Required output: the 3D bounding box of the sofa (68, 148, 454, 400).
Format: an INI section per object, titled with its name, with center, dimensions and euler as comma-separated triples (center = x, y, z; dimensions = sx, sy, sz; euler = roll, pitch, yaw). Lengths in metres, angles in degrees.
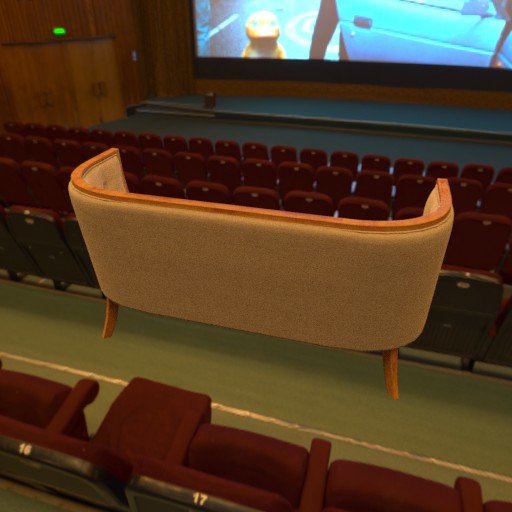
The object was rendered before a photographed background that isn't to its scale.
[sofa]
center = 0.000, 0.000, 1.951
dimensions = 1.474, 0.775, 0.770
euler = 8, 31, 14
